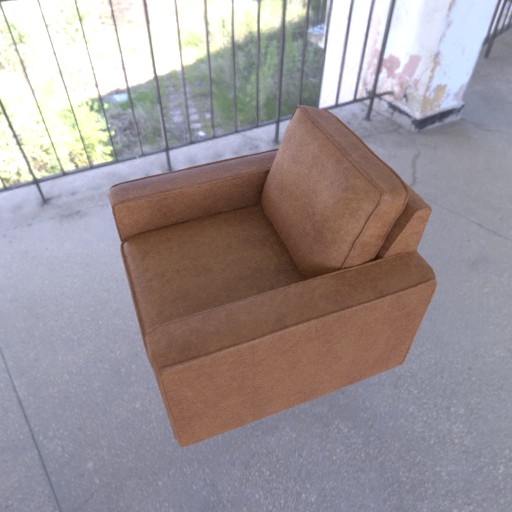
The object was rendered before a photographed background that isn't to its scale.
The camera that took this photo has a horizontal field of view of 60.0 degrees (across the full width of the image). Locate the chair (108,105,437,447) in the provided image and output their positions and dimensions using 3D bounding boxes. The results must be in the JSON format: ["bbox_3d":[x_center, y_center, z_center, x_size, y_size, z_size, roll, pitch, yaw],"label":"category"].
[{"bbox_3d":[0.000,0.000,1.770,1.027,0.901,0.987,-18,48,-17],"label":"chair"}]
